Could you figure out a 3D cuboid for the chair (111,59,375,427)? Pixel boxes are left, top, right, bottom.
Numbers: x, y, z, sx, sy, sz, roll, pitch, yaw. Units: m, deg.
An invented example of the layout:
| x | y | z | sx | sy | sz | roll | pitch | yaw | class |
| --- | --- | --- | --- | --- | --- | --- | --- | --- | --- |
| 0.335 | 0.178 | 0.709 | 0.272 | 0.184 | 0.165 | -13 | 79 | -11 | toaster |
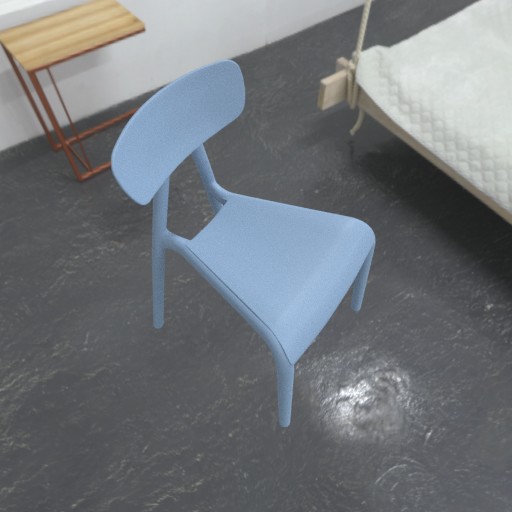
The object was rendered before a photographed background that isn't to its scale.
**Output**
| x | y | z | sx | sy | sz | roll | pitch | yaw | class |
| --- | --- | --- | --- | --- | --- | --- | --- | --- | --- |
| 0.000 | 0.000 | 0.850 | 0.401 | 0.580 | 0.356 | 30 | 62 | 18 | chair |
